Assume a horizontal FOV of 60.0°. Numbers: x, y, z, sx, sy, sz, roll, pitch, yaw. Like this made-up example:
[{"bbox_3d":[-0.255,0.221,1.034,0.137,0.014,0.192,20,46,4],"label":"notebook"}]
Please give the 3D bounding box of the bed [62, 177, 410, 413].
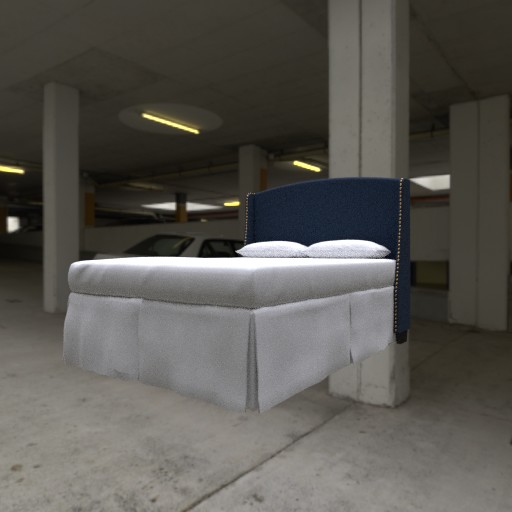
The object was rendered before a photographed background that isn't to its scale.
[{"bbox_3d":[0.000,0.000,3.277,1.604,1.402,2.223,0,1,36],"label":"bed"}]
